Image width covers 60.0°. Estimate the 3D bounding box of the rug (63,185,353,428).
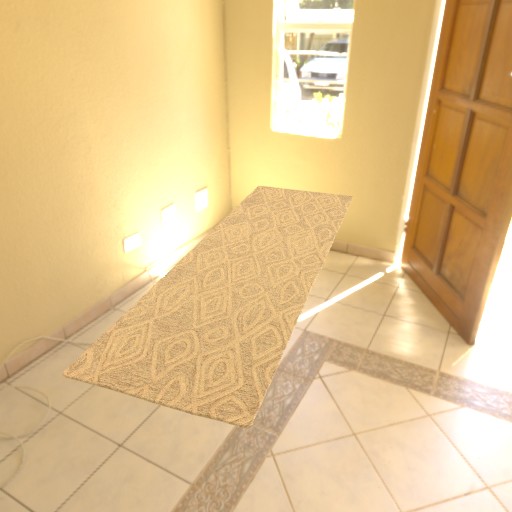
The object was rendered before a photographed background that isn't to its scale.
[{"bbox_3d":[0.000,0.000,2.659,0.807,0.013,2.436,9,29,17],"label":"rug"}]
